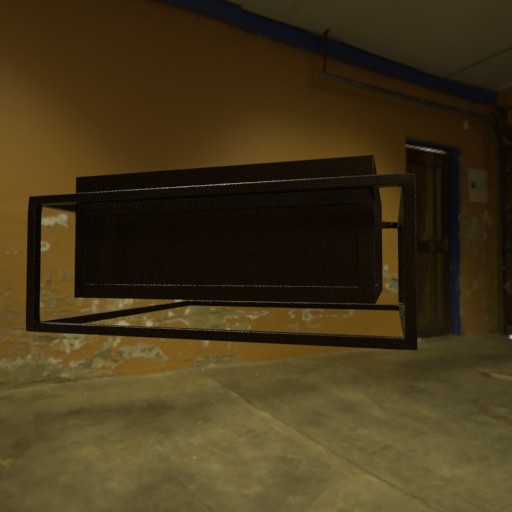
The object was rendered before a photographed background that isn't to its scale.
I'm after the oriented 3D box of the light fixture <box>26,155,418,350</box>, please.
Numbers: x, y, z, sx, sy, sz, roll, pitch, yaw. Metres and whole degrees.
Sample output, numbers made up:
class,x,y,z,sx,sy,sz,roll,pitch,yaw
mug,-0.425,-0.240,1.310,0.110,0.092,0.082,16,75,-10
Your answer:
class,x,y,z,sx,sy,sz,roll,pitch,yaw
light fixture,0.000,0.000,0.679,0.441,0.191,0.441,-1,-2,17
